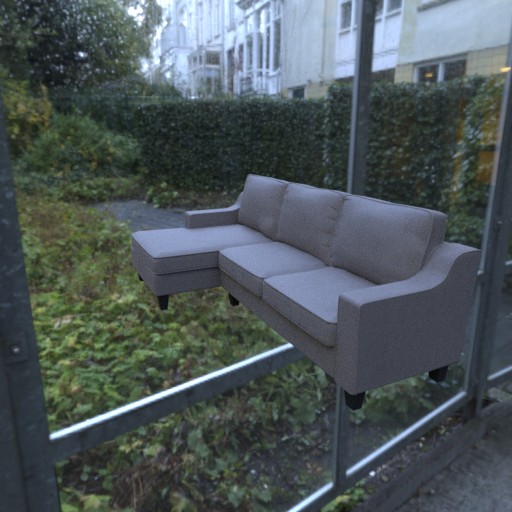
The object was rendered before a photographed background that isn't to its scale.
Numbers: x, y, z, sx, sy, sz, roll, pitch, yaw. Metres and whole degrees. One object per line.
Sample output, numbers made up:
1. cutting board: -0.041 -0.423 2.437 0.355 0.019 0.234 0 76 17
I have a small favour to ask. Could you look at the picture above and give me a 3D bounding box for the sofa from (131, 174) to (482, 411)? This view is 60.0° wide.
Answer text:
1. sofa: 0.000 0.000 3.131 1.294 0.928 2.561 -8 18 -25
